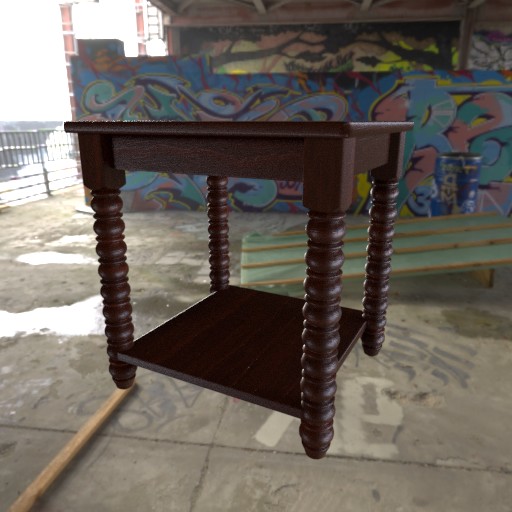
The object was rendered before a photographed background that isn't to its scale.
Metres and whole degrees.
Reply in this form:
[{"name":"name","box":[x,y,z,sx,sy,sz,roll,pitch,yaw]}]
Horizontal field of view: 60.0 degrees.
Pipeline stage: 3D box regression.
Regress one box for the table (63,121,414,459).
[{"name":"table","box":[0.000,0.000,0.973,0.533,0.567,0.500,9,19,27]}]
